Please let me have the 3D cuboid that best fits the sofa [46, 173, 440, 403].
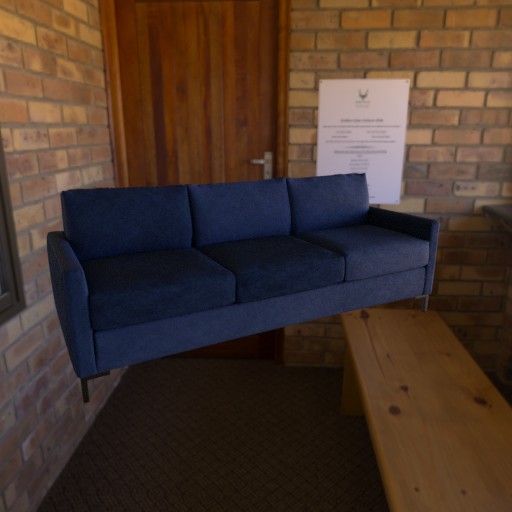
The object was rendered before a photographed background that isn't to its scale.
[{"bbox_3d":[0.000,0.000,2.693,2.252,0.879,0.875,-8,18,-27],"label":"sofa"}]
